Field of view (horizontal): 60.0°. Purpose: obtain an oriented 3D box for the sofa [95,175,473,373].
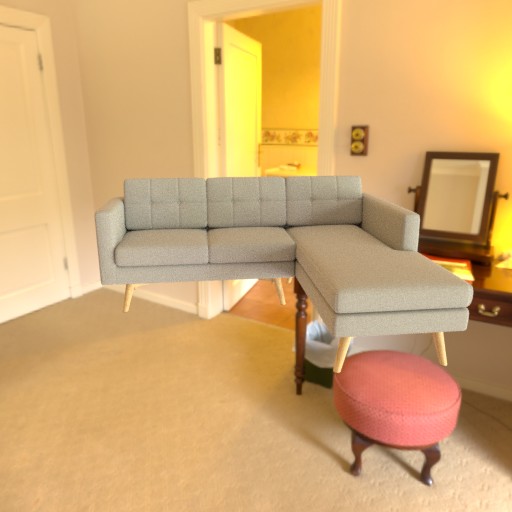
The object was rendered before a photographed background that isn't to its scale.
[{"bbox_3d":[0.000,0.000,2.827,2.040,0.860,1.530,-2,17,-6],"label":"sofa"}]
